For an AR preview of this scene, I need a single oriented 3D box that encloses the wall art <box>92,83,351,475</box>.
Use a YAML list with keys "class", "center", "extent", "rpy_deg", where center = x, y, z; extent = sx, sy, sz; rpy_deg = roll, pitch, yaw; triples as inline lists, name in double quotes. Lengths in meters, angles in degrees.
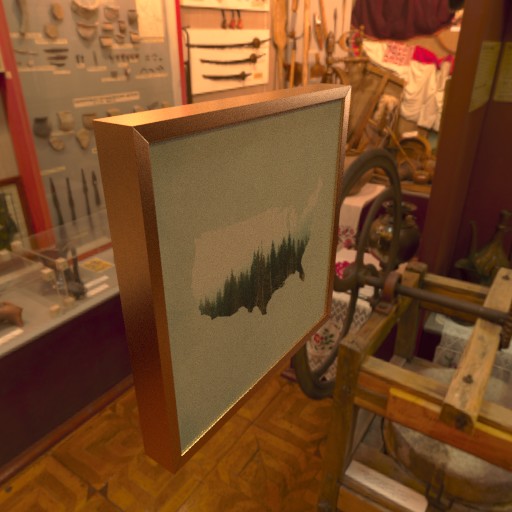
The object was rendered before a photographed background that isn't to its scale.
- class: "wall art"
  center: [0.000, 0.000, 0.450]
  extent: [0.038, 0.304, 0.304]
  rpy_deg: [18, 31, 31]
